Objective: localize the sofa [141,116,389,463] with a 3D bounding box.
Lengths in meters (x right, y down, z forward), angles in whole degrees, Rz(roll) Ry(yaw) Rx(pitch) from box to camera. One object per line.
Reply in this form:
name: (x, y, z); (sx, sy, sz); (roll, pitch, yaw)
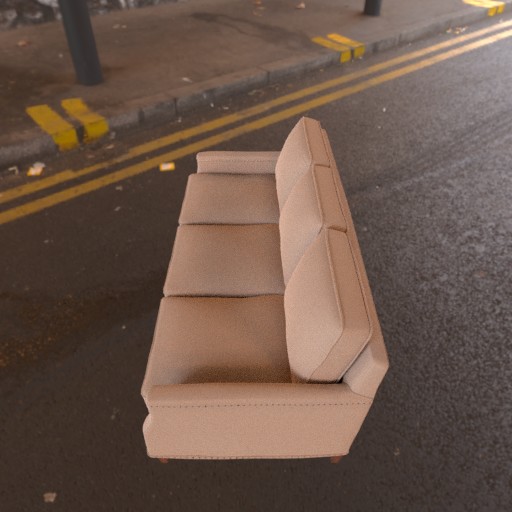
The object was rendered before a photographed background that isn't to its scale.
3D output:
sofa: (0.000, 0.000, 2.797); (1.084, 1.003, 2.246); (0, 41, 0)
